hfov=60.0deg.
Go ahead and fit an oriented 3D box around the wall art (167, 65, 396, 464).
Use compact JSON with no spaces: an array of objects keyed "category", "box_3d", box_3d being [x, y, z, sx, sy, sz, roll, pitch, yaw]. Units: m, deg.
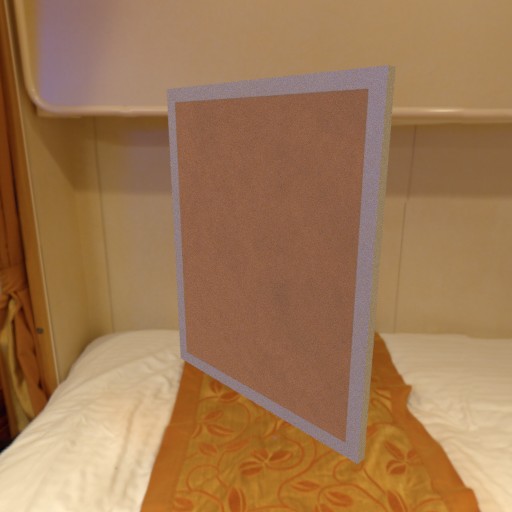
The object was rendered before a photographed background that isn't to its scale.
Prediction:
[{"category":"wall art","box_3d":[0.000,0.000,1.096,0.026,0.811,0.661,-15,22,-43]}]
